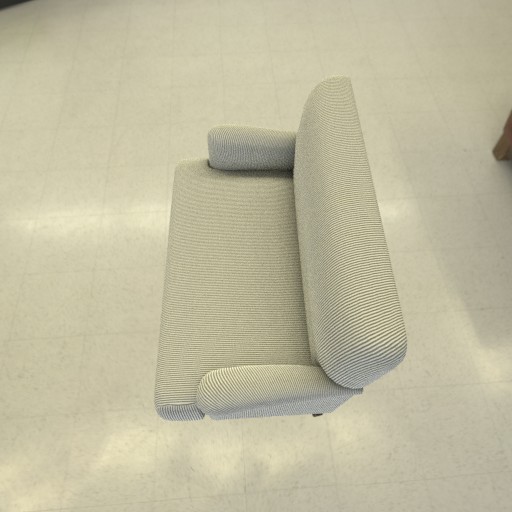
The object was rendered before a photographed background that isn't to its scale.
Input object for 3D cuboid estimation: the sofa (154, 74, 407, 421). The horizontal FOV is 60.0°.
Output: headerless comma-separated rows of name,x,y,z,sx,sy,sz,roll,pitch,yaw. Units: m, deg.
sofa,0.000,0.000,1.821,0.779,0.889,1.297,-1,58,-1
